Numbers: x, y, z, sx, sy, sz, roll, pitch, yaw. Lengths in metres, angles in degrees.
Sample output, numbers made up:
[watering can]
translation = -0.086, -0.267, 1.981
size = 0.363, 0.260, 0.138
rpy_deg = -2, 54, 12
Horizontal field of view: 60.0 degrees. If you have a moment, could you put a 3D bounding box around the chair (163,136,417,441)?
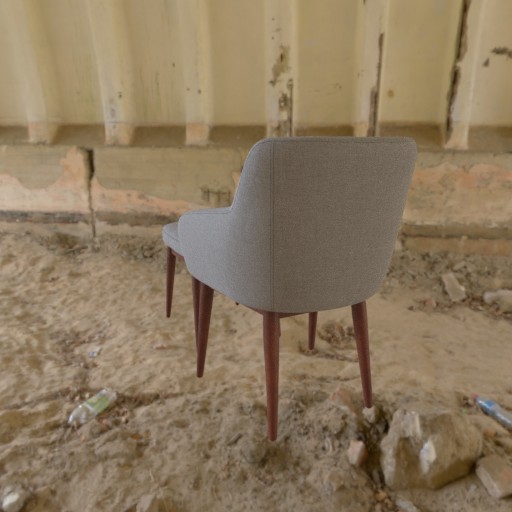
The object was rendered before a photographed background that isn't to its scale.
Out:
[chair]
translation = 0.000, 0.000, 1.547
size = 0.584, 0.799, 1.107
rpy_deg = -7, 16, -26
